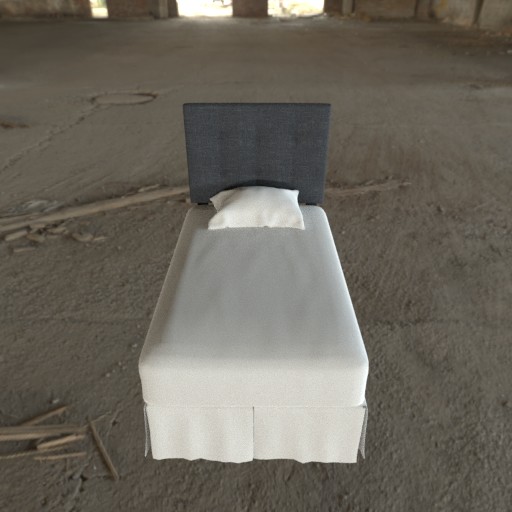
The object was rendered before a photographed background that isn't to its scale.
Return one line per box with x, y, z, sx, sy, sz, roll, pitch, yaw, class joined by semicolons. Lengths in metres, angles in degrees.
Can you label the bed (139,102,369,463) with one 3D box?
0.000;0.000;2.963;1.261;1.571;1.997;0;31;0;bed
